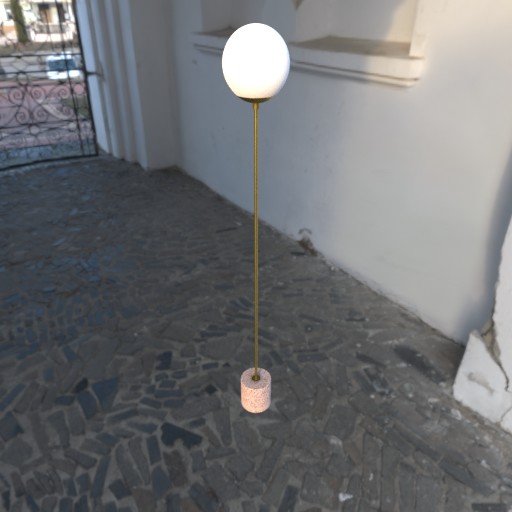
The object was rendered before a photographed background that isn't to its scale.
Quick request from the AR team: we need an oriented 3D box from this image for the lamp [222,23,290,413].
[{"bbox_3d":[0.000,0.000,1.880,0.229,1.748,0.229,-8,31,-13],"label":"lamp"}]
